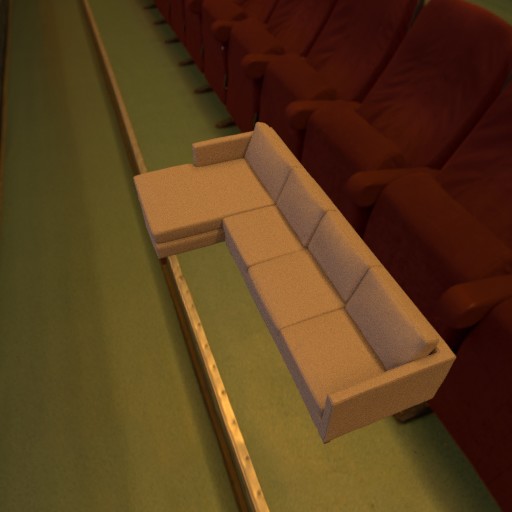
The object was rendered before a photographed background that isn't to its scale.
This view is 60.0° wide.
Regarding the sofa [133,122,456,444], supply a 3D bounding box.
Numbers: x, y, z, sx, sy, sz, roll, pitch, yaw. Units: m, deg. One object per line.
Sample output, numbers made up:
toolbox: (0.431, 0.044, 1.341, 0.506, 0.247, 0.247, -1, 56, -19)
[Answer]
sofa: (0.000, 0.000, 3.926, 1.625, 0.846, 3.186, -16, 48, -15)
